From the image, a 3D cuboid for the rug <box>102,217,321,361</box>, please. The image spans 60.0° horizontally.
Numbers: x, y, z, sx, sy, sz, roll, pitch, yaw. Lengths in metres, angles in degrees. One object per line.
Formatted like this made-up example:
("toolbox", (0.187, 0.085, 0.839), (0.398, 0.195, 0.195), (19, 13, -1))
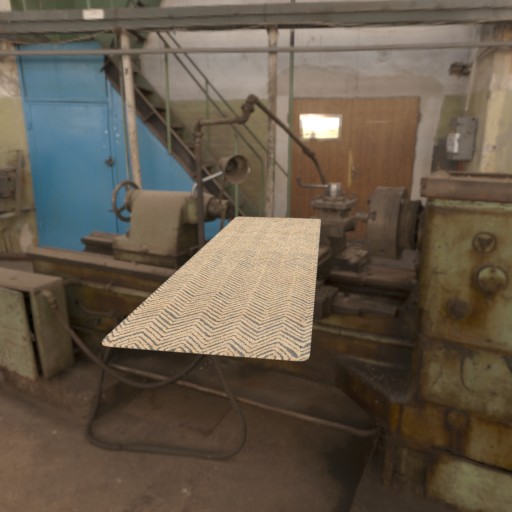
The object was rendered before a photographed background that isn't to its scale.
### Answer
("rug", (0.000, 0.000, 2.484), (0.686, 0.008, 2.286), (2, 16, 9))
